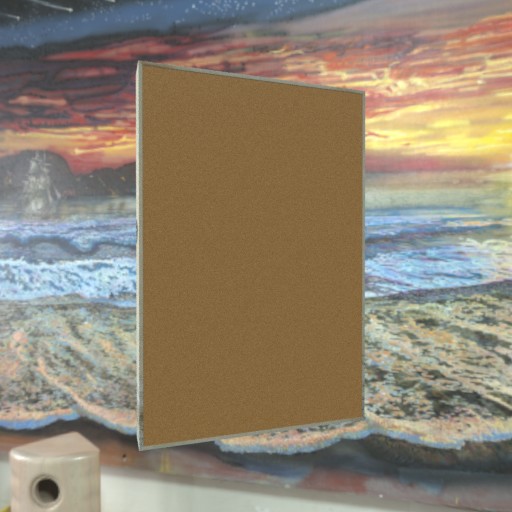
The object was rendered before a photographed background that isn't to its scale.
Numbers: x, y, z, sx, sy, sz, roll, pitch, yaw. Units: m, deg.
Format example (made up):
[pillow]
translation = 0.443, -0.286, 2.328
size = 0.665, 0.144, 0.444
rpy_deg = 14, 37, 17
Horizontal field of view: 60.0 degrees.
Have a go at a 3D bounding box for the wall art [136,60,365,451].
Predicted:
[wall art]
translation = 0.000, 0.000, 0.491
size = 0.254, 0.381, 0.038
rpy_deg = 0, 1, -19
